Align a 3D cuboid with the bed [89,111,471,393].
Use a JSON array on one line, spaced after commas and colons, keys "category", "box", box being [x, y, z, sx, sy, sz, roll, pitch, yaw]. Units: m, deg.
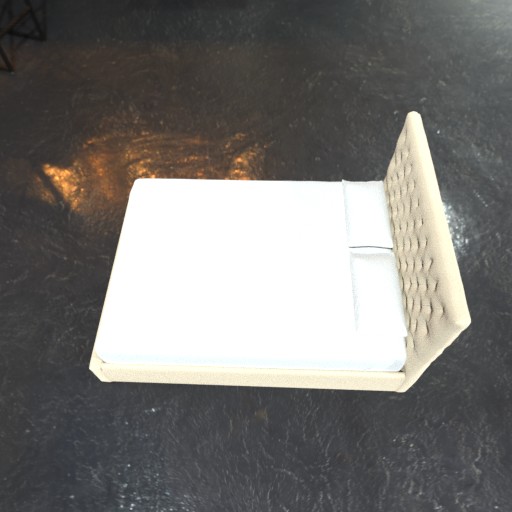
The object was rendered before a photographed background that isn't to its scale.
[{"category": "bed", "box": [0.000, 0.000, 3.401, 2.387, 1.427, 1.698, 2, 58, 1]}]
